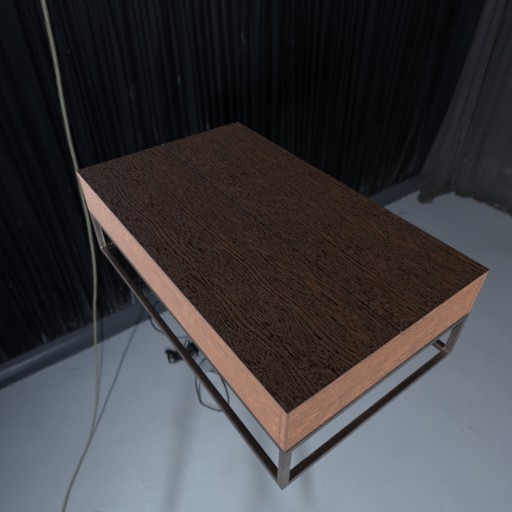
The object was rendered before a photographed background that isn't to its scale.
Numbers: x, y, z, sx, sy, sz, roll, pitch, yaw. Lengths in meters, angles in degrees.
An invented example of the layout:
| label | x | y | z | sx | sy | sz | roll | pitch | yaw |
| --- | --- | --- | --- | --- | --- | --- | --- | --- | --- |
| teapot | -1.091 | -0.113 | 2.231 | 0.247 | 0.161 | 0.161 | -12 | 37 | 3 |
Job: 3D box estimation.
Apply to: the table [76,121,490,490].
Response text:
| label | x | y | z | sx | sy | sz | roll | pitch | yaw |
| --- | --- | --- | --- | --- | --- | --- | --- | --- | --- |
| table | 0.000 | 0.000 | 1.492 | 0.719 | 0.361 | 1.167 | -26 | 47 | -27 |
